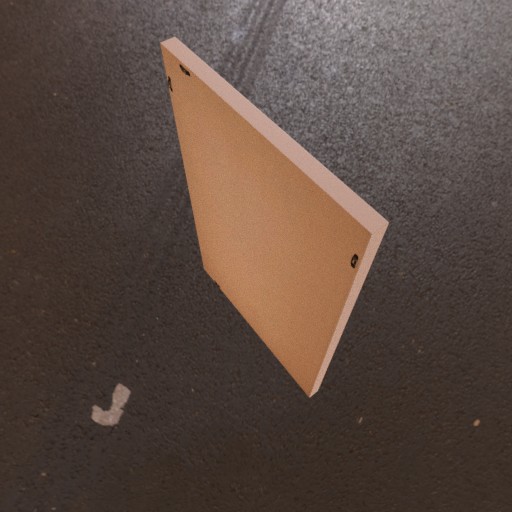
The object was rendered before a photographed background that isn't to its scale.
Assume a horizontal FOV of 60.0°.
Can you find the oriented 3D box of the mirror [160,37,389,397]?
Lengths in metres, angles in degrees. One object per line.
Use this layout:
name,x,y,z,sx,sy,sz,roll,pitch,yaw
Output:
mirror,0.000,0.000,1.178,0.041,0.915,0.609,-33,63,-19
